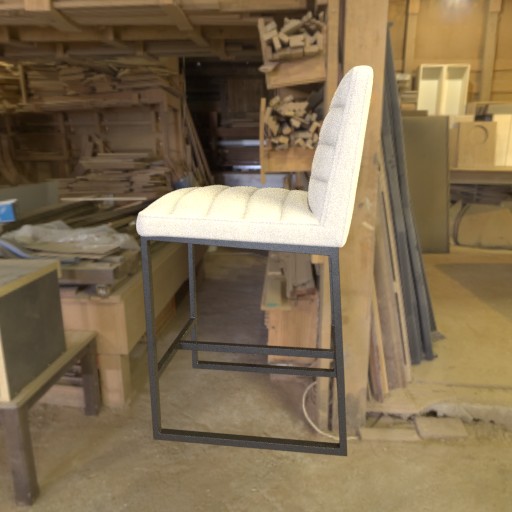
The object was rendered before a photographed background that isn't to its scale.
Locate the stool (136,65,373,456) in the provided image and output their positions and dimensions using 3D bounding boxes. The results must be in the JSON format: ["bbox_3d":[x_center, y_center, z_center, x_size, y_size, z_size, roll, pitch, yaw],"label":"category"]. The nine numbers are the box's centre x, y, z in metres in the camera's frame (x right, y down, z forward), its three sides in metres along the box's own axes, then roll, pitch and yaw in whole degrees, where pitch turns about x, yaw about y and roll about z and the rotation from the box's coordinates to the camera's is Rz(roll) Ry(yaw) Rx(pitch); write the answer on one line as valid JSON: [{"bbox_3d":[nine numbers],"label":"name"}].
[{"bbox_3d":[0.000,0.000,1.298,0.567,0.971,0.459,2,14,7],"label":"stool"}]
